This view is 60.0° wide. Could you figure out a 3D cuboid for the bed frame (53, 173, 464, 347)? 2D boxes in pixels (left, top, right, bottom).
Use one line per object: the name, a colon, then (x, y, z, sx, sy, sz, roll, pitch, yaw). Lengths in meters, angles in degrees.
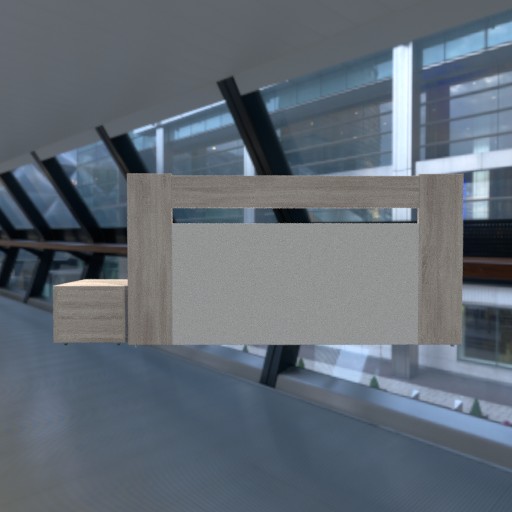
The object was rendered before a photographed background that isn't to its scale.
bed frame: (0.000, 0.000, 3.218, 2.040, 0.860, 2.050, 0, 1, 0)
